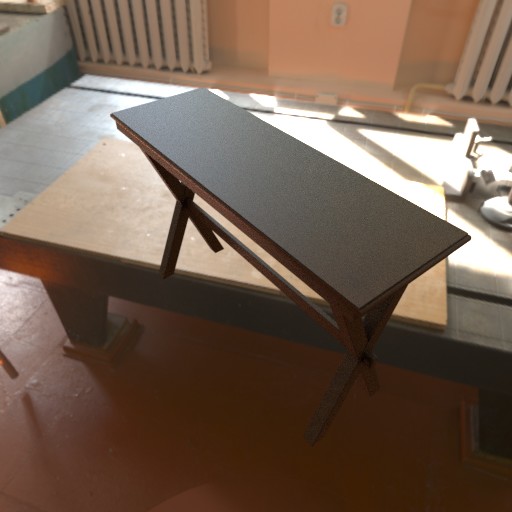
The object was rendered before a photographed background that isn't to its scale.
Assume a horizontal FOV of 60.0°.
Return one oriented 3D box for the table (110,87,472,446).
[{"bbox_3d":[0.000,0.000,1.588,0.399,0.763,1.197,-28,49,-27],"label":"table"}]
